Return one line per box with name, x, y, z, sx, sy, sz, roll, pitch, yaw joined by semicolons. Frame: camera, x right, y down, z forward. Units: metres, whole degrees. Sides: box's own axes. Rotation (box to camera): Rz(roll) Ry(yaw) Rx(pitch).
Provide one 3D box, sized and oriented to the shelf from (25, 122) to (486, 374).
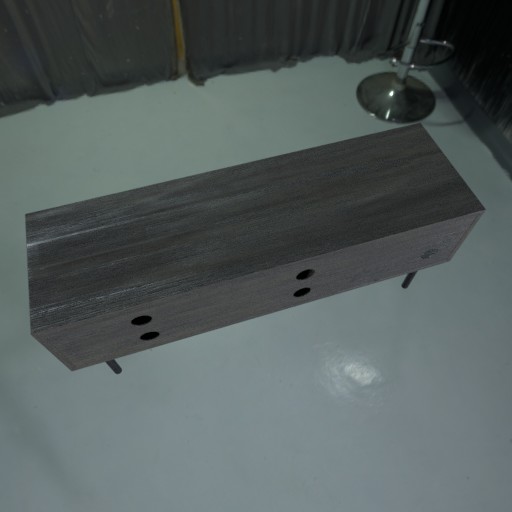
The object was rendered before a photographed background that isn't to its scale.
shelf;0.000;0.000;1.513;1.300;0.495;0.400;-15;59;-9
